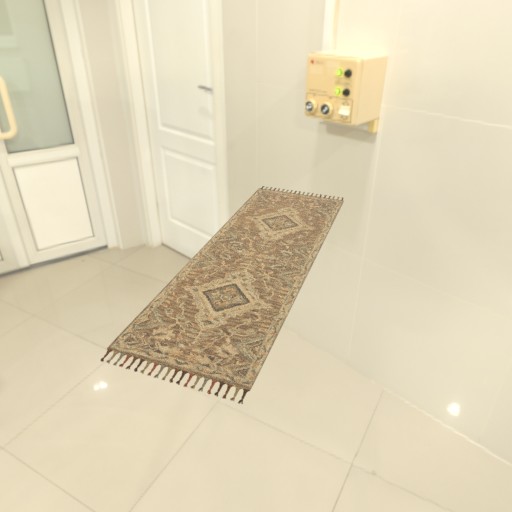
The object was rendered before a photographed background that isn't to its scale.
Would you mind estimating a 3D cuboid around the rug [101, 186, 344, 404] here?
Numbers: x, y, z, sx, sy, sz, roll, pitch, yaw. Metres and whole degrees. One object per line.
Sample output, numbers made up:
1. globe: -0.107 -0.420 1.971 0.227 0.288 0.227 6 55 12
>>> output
1. rug: 0.000 0.000 2.870 1.324 0.018 2.378 21 37 31
